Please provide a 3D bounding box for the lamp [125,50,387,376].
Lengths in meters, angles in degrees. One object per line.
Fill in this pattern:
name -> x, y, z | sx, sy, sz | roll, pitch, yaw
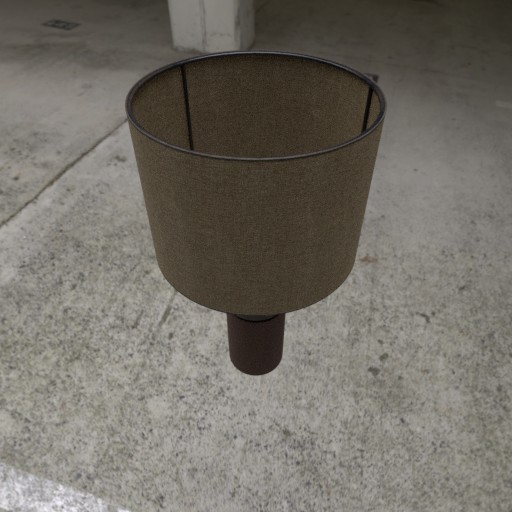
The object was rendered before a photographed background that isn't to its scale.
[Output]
lamp -> 0.000, 0.000, 0.467 | 0.202, 0.350, 0.202 | 0, 43, 0
